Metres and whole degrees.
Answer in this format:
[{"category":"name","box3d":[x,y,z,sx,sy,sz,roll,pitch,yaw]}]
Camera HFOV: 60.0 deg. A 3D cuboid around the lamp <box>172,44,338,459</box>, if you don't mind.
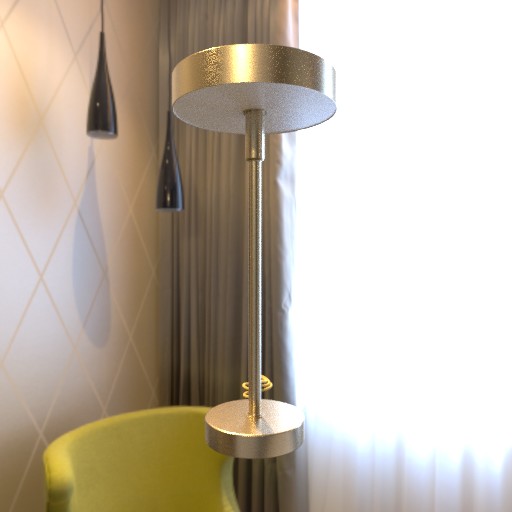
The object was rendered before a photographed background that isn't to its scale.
[{"category":"lamp","box3d":[0.000,0.000,0.694,0.229,0.508,0.369,0,0,1]}]
